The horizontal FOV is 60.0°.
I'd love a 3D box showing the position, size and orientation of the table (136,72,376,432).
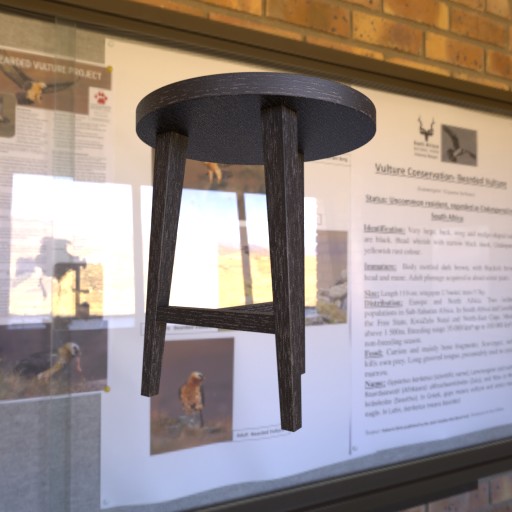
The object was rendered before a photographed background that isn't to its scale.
[{"bbox_3d":[0.000,0.000,0.757,0.399,0.460,0.399,0,-1,0],"label":"table"}]
